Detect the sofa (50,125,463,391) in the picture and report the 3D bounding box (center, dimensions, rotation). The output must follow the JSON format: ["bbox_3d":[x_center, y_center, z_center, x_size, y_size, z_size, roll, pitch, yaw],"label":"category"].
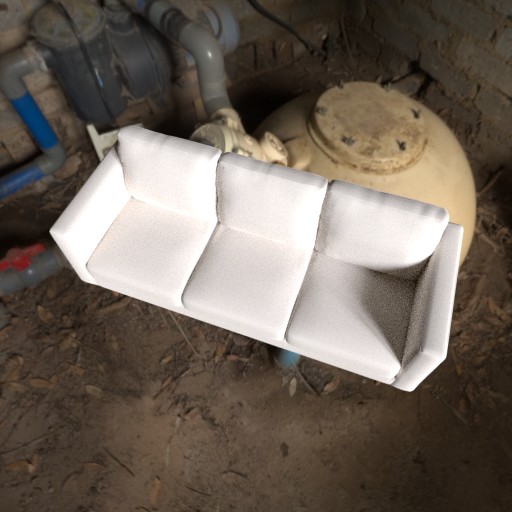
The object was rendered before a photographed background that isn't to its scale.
[{"bbox_3d":[0.000,0.000,2.494,2.029,0.912,0.802,17,59,11],"label":"sofa"}]
